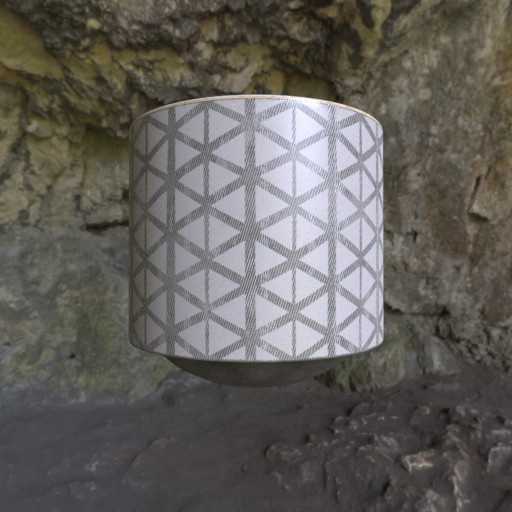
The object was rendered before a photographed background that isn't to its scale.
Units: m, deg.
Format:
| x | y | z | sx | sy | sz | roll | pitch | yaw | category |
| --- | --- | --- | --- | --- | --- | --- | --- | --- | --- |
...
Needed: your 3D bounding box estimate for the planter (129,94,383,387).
| x | y | z | sx | sy | sz | roll | pitch | yaw | category |
| --- | --- | --- | --- | --- | --- | --- | --- | --- | --- |
| 0.000 | 0.000 | 0.344 | 0.190 | 0.181 | 0.190 | 0 | 0 | 0 | planter |
